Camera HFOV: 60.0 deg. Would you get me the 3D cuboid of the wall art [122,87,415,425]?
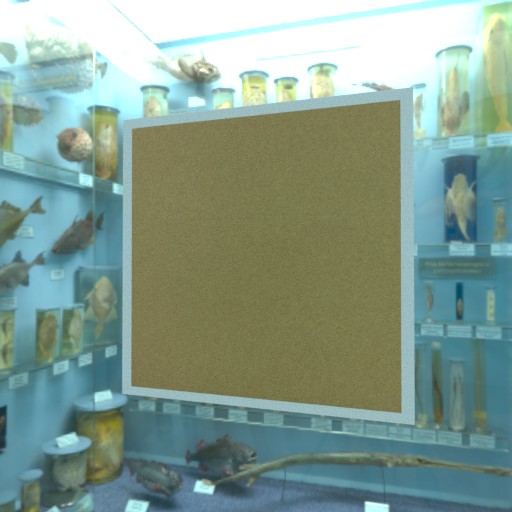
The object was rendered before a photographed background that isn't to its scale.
[{"bbox_3d":[0.000,0.000,0.458,0.307,0.307,0.020,0,-1,18],"label":"wall art"}]
